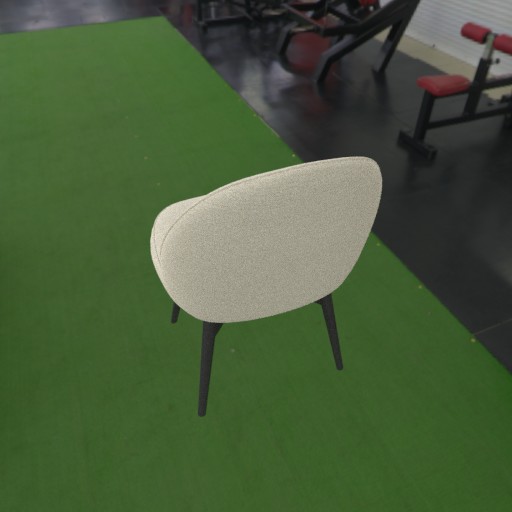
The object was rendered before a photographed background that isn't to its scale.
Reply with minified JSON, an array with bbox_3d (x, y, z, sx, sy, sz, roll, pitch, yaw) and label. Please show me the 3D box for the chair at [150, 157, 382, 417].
[{"bbox_3d":[0.000,0.000,1.198,0.532,0.838,0.540,-14,44,-15],"label":"chair"}]
